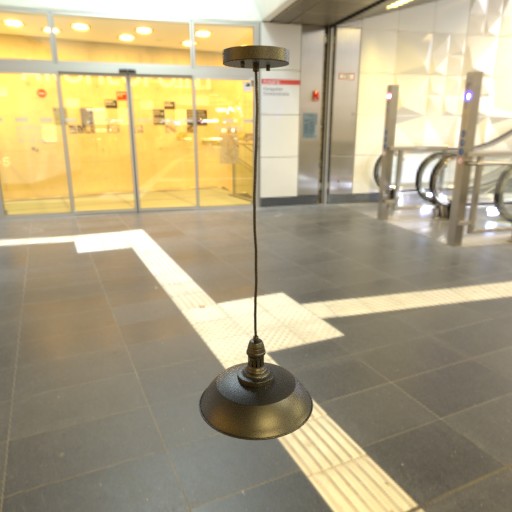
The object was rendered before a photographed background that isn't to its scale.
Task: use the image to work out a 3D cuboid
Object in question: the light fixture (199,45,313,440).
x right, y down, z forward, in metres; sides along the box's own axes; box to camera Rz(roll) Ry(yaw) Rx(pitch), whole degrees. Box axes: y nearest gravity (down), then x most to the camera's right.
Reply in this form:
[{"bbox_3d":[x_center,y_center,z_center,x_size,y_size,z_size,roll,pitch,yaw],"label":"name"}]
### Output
[{"bbox_3d":[0.000,0.000,1.171,0.331,0.993,0.331,-15,22,-42],"label":"light fixture"}]
